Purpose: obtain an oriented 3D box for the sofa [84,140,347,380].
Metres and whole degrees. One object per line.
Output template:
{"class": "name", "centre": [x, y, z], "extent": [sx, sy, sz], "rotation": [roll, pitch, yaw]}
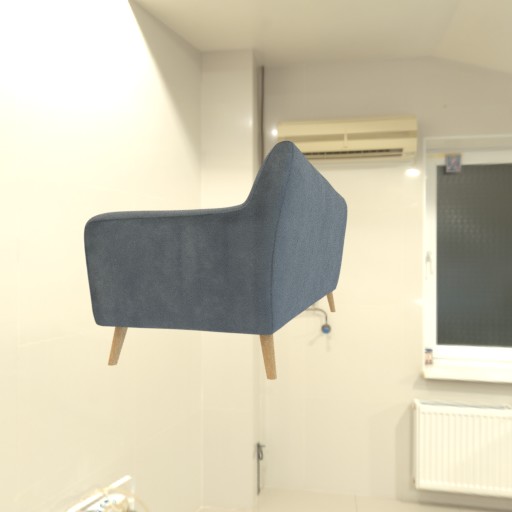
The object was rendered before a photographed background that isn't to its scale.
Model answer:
{"class": "sofa", "centre": [0.000, 0.000, 2.471], "extent": [0.841, 0.832, 1.975], "rotation": [0, 1, 17]}
